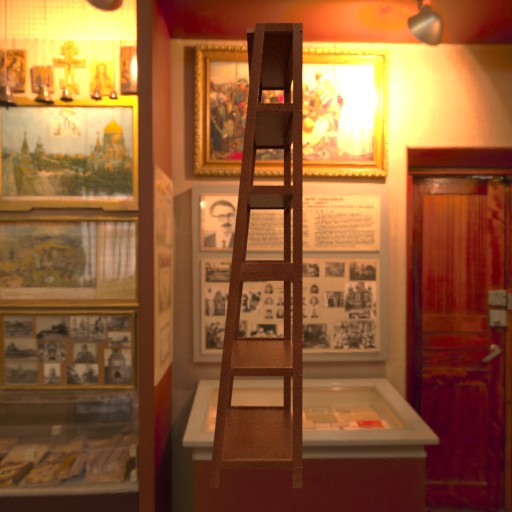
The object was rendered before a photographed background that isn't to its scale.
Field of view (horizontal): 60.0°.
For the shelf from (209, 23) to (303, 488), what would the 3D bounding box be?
[{"bbox_3d":[0.000,0.000,2.129,0.382,1.892,0.660,0,0,0],"label":"shelf"}]
